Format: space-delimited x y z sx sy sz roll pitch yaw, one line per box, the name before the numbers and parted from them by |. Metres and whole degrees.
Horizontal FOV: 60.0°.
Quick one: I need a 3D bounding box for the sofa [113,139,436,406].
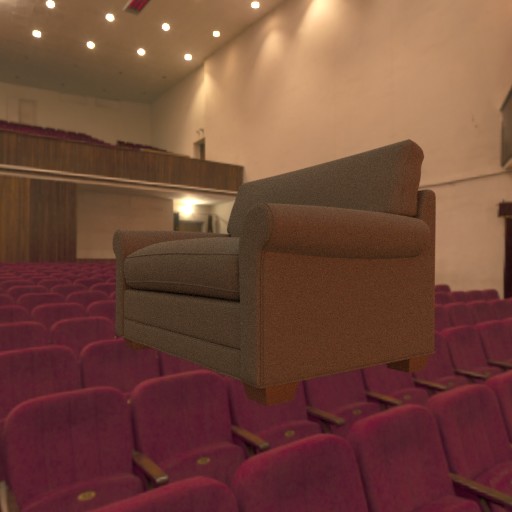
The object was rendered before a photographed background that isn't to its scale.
sofa | 0.000 0.000 2.095 0.940 0.953 1.410 1 -2 -36
